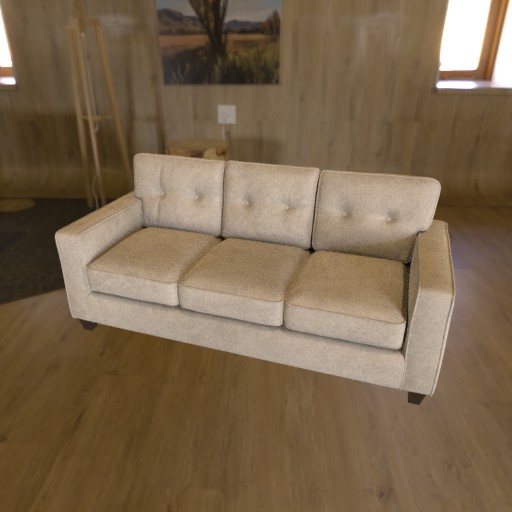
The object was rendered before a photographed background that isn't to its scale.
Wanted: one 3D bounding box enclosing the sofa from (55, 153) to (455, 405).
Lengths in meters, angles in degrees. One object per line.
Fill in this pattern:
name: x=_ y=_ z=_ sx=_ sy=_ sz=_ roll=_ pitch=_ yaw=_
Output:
sofa: x=0.000 y=0.000 z=2.645 sx=2.133 sy=0.965 sz=0.939 roll=9 pitch=27 yaw=17
